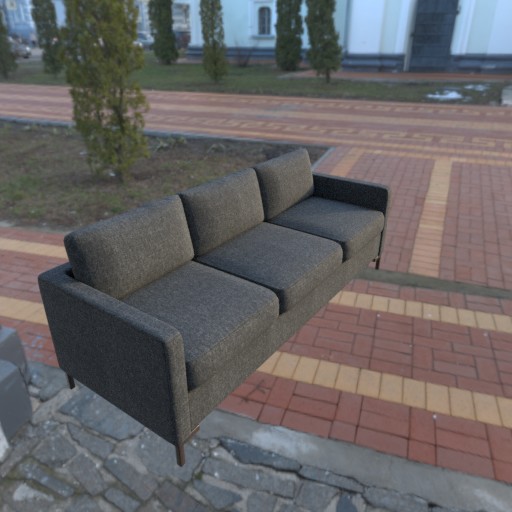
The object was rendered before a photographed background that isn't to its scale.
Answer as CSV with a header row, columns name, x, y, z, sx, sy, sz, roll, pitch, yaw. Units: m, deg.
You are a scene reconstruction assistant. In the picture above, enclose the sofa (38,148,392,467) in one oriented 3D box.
name,x,y,z,sx,sy,sz,roll,pitch,yaw
sofa,0.000,0.000,2.664,0.859,0.874,2.218,18,32,32
